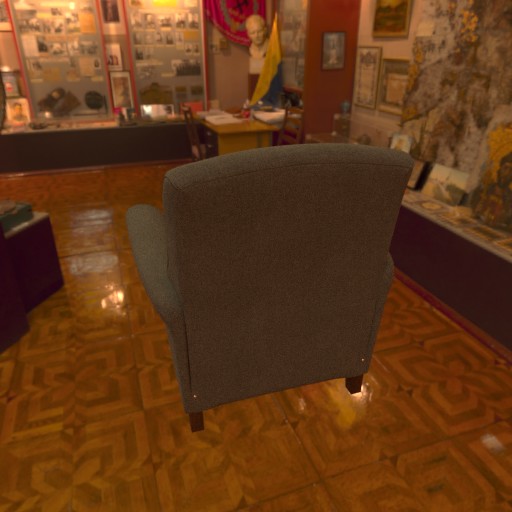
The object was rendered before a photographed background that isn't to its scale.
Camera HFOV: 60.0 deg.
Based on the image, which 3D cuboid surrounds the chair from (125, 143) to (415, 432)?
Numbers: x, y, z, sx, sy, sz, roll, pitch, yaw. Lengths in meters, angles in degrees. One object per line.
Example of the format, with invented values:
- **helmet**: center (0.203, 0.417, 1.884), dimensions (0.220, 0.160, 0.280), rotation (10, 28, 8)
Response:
- **chair**: center (0.000, 0.000, 1.805), dimensions (0.978, 1.061, 0.905), rotation (-8, 27, -15)
